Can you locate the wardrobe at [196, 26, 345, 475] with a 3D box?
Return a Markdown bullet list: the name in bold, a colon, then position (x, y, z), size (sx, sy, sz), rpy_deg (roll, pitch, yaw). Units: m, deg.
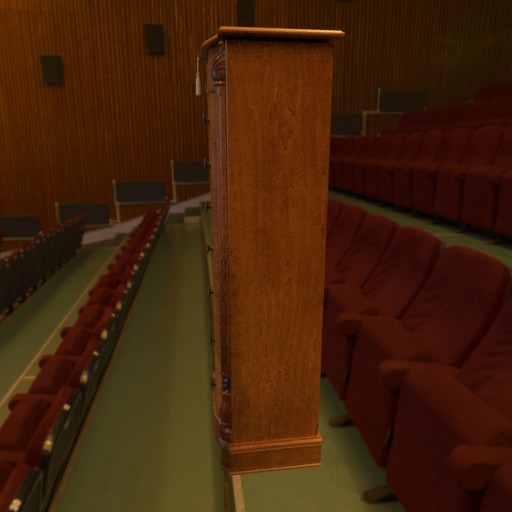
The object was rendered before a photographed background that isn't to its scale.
- **wardrobe**: position (0.000, 0.000, 1.116), size (0.273, 0.959, 0.406), rpy_deg (-2, 15, -8)
